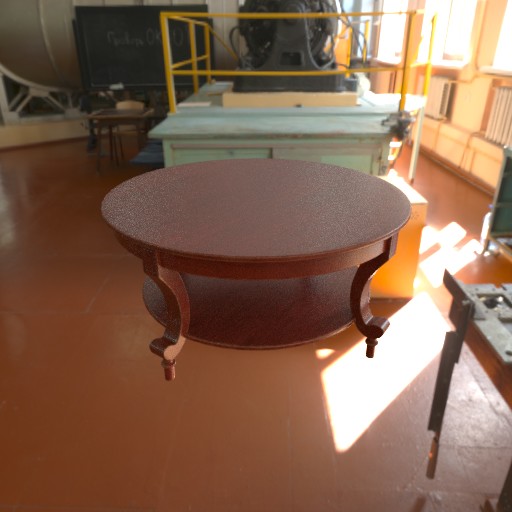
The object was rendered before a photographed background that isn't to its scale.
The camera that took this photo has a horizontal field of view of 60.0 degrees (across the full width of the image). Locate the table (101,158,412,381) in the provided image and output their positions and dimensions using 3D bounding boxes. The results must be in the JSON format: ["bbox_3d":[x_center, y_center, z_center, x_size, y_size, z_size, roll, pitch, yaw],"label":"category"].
[{"bbox_3d":[0.000,0.000,1.635,1.029,0.486,1.029,0,26,0],"label":"table"}]
